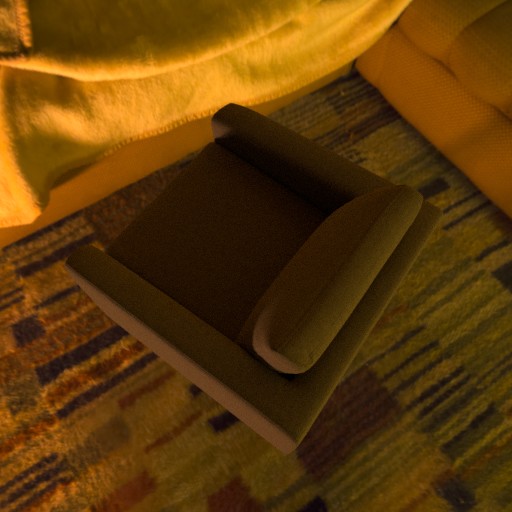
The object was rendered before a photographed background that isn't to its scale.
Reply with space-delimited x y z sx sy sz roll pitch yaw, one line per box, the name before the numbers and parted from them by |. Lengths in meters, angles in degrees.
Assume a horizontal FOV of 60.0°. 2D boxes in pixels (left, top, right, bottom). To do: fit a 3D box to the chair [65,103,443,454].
chair | 0.000 0.000 1.865 1.100 0.847 1.070 33 67 16
